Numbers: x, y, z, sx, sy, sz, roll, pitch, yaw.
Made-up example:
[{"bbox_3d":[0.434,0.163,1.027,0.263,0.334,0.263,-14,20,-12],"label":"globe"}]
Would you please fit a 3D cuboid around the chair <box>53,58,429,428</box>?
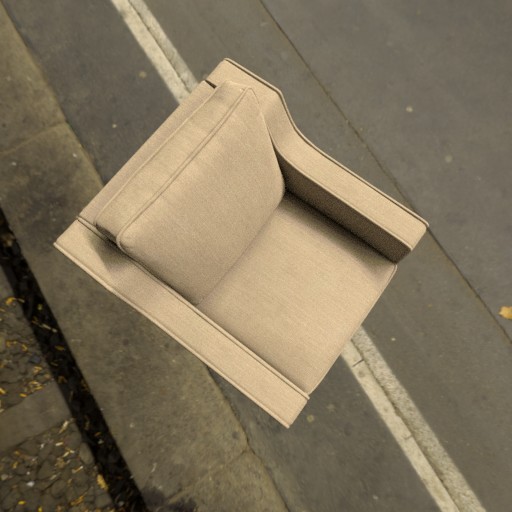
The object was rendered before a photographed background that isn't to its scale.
[{"bbox_3d":[0.000,0.000,1.657,0.909,0.960,0.831,36,78,9],"label":"chair"}]
